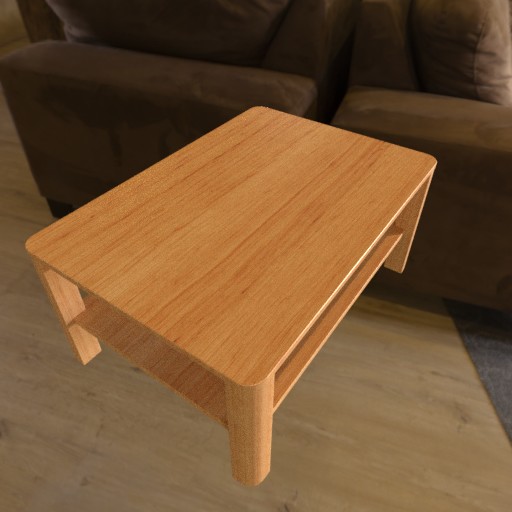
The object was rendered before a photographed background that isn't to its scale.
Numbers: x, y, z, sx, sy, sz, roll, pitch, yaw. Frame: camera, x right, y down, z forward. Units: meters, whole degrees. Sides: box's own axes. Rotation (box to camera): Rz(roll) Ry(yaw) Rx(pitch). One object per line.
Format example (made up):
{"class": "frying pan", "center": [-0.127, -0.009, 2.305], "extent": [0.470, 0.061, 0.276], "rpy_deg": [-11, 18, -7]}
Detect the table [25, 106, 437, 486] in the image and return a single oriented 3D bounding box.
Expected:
{"class": "table", "center": [0.000, 0.000, 1.364], "extent": [0.696, 0.445, 0.997], "rpy_deg": [25, 47, 26]}
